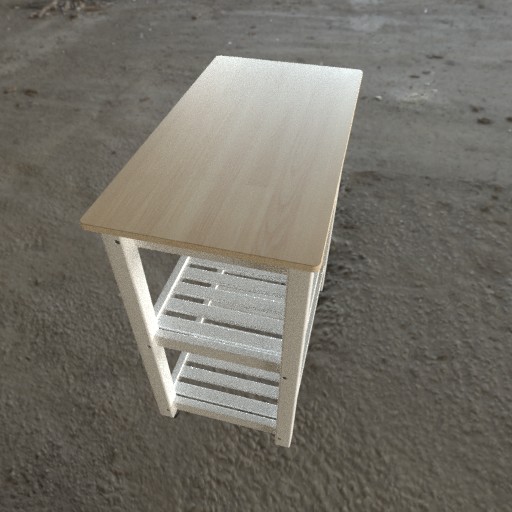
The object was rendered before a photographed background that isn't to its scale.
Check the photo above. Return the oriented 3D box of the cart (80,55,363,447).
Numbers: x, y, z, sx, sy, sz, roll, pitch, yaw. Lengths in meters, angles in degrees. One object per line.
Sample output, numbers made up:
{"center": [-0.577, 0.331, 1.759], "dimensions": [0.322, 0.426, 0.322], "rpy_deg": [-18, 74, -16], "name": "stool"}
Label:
{"center": [0.000, 0.000, 1.420], "dimensions": [0.457, 0.927, 0.899], "rpy_deg": [10, 46, 10], "name": "cart"}
